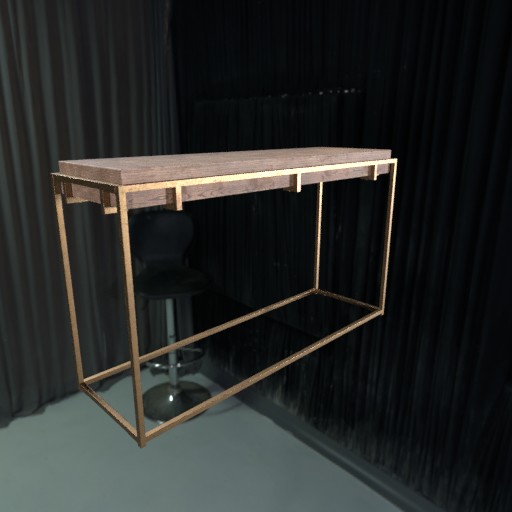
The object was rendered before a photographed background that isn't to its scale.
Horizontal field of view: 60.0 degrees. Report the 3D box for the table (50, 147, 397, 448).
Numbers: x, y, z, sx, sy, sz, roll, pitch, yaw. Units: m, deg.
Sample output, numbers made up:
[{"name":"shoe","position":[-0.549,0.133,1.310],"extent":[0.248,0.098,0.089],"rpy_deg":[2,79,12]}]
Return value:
[{"name":"table","position":[0.000,0.000,1.831],"extent":[1.400,0.820,0.440],"rpy_deg":[-16,22,-42]}]
